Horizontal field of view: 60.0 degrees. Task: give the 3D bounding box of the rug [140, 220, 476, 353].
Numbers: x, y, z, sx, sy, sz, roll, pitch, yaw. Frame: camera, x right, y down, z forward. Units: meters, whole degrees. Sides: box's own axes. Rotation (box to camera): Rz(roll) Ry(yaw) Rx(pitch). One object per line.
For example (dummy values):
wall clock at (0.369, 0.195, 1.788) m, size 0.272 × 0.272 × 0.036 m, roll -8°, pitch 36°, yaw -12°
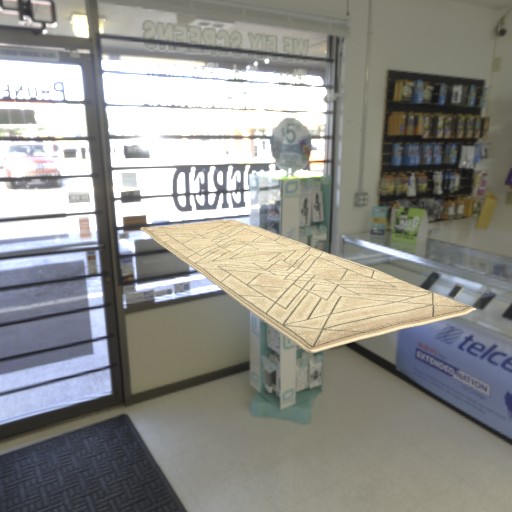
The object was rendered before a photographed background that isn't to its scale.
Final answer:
rug at (0.000, 0.000, 2.668) m, size 0.831 × 0.036 × 2.381 m, roll -8°, pitch 16°, yaw -27°
